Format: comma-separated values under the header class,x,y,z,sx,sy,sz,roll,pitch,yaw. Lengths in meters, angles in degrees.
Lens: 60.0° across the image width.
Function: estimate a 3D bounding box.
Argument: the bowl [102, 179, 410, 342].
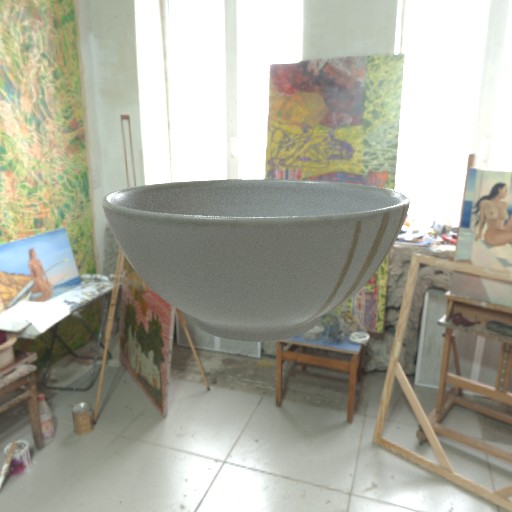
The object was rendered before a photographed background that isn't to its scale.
class,x,y,z,sx,sy,sz,roll,pitch,yaw
bowl,0.000,0.000,0.421,0.268,0.121,0.268,0,15,0
